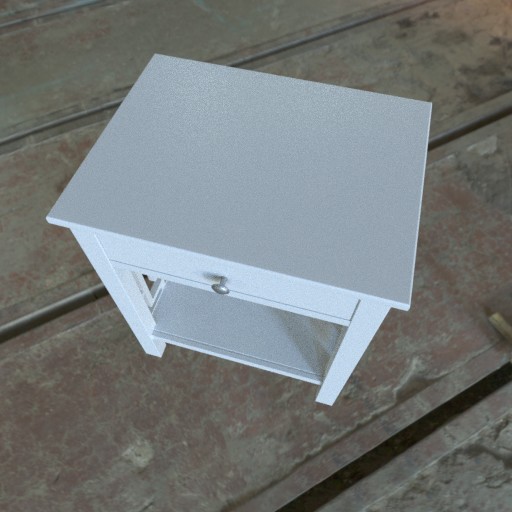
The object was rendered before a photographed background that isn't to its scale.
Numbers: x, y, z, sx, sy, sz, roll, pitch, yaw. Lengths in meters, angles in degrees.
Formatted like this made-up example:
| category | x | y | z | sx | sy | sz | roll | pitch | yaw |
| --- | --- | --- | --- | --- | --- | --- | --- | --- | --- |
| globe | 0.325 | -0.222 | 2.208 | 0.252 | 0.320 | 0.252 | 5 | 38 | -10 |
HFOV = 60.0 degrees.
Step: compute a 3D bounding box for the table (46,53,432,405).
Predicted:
| category | x | y | z | sx | sy | sz | roll | pitch | yaw |
| --- | --- | --- | --- | --- | --- | --- | --- | --- | --- |
| table | 0.000 | 0.000 | 1.033 | 0.564 | 0.646 | 0.451 | 13 | 59 | 8 |
